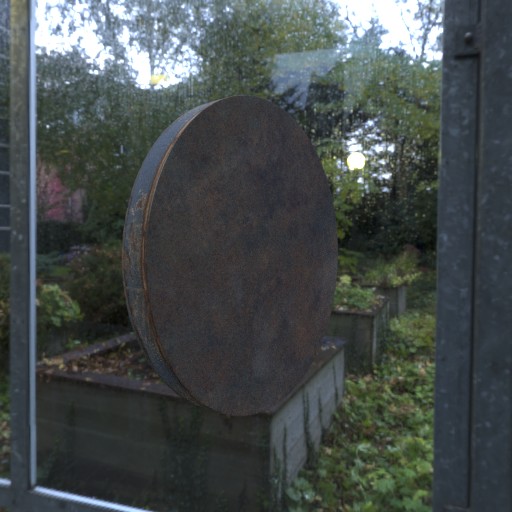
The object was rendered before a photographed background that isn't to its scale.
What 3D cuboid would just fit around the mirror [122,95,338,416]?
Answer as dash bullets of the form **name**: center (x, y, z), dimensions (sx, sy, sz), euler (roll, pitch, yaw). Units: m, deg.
- **mirror**: center (0.000, 0.000, 0.858), dimensions (0.061, 0.585, 0.585), euler (1, 2, 37)
